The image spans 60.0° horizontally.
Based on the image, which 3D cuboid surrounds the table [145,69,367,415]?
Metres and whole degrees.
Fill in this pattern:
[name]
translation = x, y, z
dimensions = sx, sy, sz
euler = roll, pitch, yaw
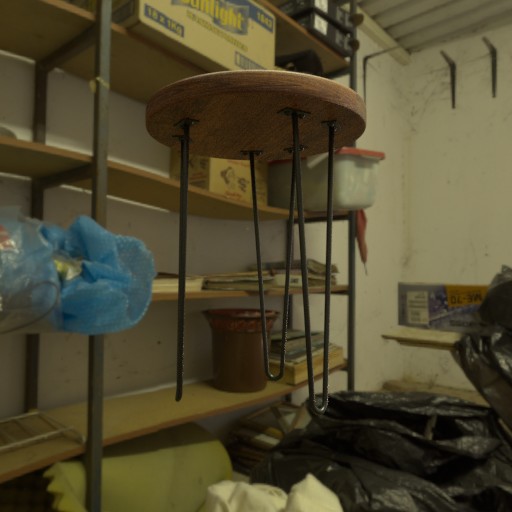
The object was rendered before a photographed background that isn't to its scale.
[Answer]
[table]
translation = 0.000, 0.000, 0.820
dimensions = 0.400, 0.520, 0.400
euler = 0, -2, 0
